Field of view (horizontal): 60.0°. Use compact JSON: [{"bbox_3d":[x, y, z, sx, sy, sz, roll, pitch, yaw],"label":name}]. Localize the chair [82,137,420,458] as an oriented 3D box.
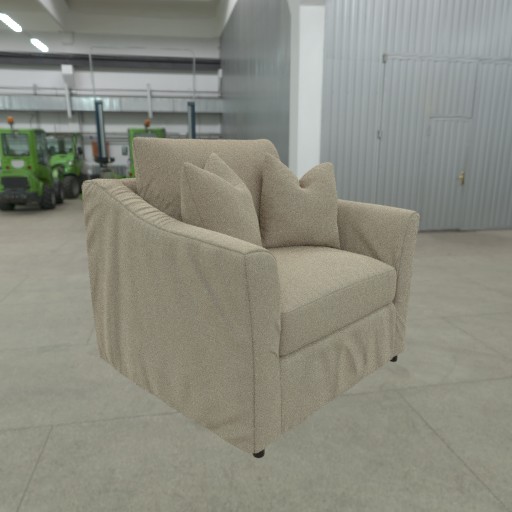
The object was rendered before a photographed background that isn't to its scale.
[{"bbox_3d":[0.000,0.000,2.101,1.071,1.093,1.194,13,19,42],"label":"chair"}]
